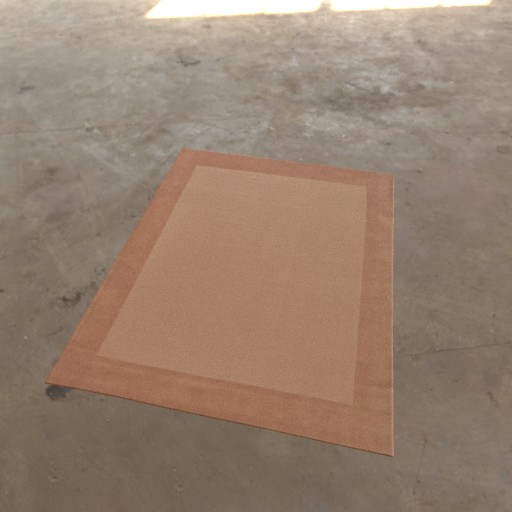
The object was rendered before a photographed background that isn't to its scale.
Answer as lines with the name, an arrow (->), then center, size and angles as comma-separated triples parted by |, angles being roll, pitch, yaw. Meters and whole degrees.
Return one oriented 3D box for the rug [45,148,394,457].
rug -> 0.000, 0.000, 3.999 | 2.431, 0.021, 3.057 | 9, 47, 8
